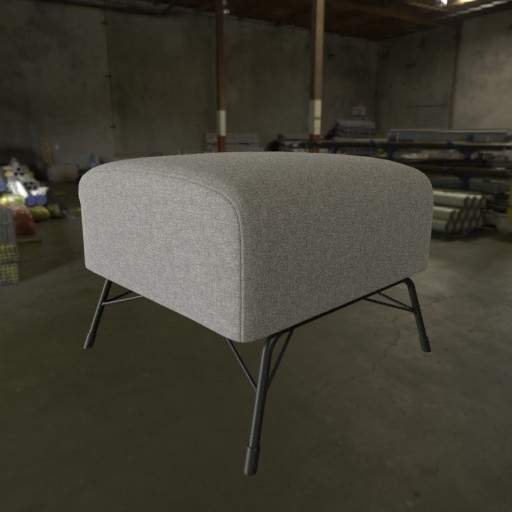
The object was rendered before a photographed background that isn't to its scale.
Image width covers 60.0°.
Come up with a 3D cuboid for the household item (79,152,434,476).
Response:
[{"bbox_3d":[0.000,0.000,0.896,0.530,0.410,0.530,-14,20,-42],"label":"household item"}]
